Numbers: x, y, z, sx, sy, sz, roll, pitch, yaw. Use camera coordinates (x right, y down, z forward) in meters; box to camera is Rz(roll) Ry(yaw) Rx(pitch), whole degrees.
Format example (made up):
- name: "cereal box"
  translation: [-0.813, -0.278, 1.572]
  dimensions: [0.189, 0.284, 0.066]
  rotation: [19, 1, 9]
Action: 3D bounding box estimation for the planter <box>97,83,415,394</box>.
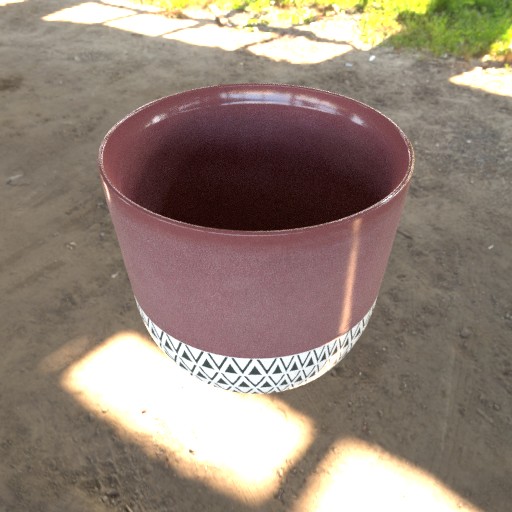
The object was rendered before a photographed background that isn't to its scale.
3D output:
- name: "planter"
  translation: [0.000, 0.000, 0.472]
  dimensions: [0.266, 0.270, 0.266]
  rotation: [0, 41, 0]
